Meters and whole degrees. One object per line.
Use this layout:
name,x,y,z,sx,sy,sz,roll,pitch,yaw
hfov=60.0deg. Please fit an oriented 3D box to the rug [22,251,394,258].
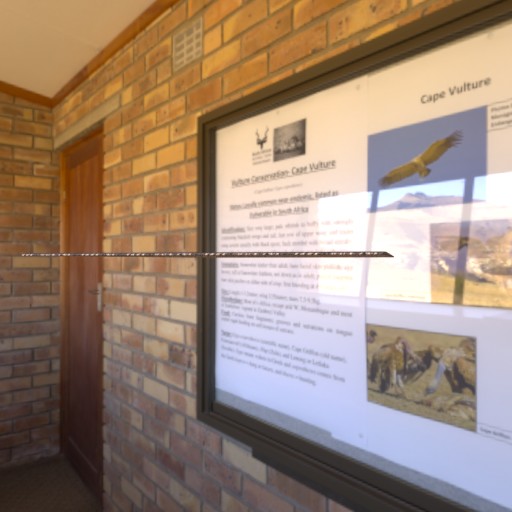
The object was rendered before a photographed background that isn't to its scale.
rug,0.000,0.000,3.914,2.305,0.017,2.902,0,-1,18
